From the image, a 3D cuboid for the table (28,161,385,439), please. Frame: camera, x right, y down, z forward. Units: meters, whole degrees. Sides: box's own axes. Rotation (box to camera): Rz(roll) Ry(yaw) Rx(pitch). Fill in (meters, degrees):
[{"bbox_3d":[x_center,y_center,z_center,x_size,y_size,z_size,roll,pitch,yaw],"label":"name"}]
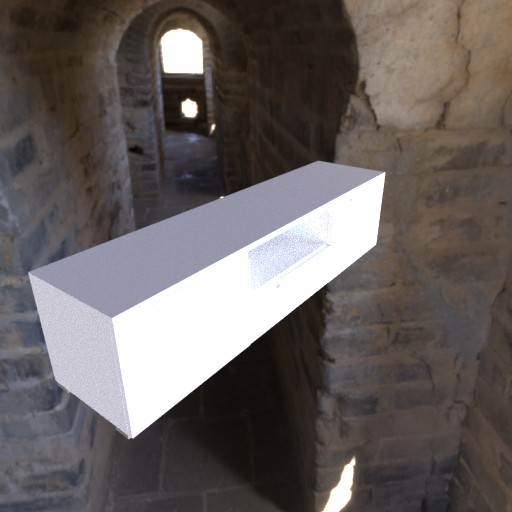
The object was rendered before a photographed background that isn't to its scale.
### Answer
[{"bbox_3d":[0.000,0.000,1.848,0.390,0.420,1.650,18,31,33],"label":"table"}]
